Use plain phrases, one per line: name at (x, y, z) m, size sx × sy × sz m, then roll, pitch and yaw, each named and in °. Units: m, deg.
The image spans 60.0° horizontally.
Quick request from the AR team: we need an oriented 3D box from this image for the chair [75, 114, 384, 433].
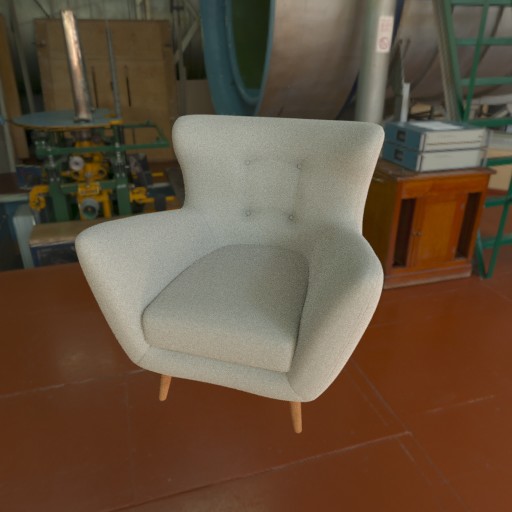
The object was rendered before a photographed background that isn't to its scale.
chair at (0.000, 0.000, 1.608) m, size 0.890 × 0.889 × 0.889 m, roll 8°, pitch 27°, yaw 15°
